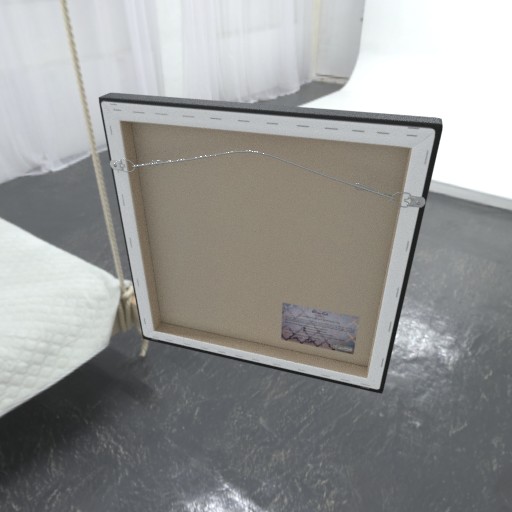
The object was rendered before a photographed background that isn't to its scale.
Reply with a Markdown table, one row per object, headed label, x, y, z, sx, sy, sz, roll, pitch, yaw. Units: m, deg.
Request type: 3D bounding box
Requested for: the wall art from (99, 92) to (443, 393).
| label | x | y | z | sx | sy | sz | roll | pitch | yaw |
| --- | --- | --- | --- | --- | --- | --- | --- | --- | --- |
| wall art | 0.000 | 0.000 | 0.929 | 0.610 | 0.611 | 0.043 | 9 | 34 | 14 |
